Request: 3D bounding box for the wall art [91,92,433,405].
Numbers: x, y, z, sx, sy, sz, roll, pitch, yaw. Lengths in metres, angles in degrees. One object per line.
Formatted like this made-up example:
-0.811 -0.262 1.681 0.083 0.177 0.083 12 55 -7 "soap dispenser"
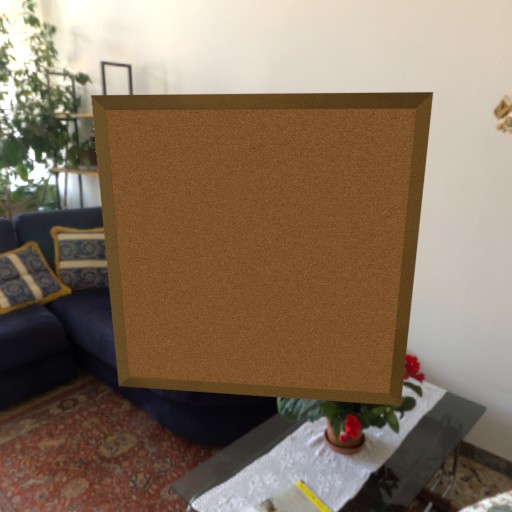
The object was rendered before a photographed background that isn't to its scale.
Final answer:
0.000 0.000 0.741 0.507 0.508 0.038 2 16 7 "wall art"
